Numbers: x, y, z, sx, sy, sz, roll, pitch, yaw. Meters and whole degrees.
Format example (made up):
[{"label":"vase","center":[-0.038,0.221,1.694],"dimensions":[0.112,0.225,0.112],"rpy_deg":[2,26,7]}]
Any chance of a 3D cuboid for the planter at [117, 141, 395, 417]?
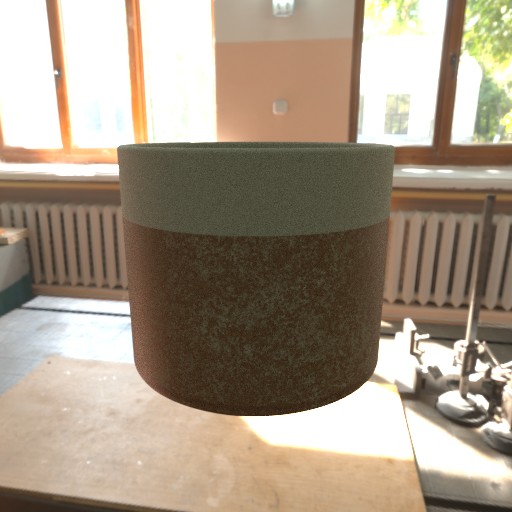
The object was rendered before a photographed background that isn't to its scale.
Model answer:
[{"label":"planter","center":[0.000,0.000,0.281],"dimensions":[0.159,0.138,0.159],"rpy_deg":[0,16,0]}]
